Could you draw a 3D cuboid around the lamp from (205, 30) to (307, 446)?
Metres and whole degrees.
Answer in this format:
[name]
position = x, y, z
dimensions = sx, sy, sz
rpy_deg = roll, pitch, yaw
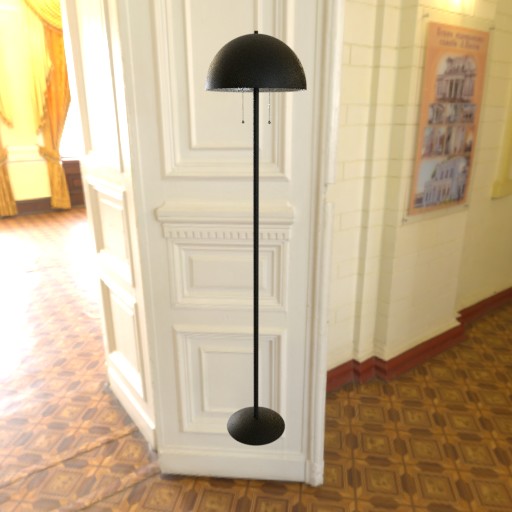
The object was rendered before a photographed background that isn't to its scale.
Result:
[lamp]
position = 0.000, 0.000, 1.615
dimensions = 0.328, 1.480, 0.328
rpy_deg = 3, 18, 8
